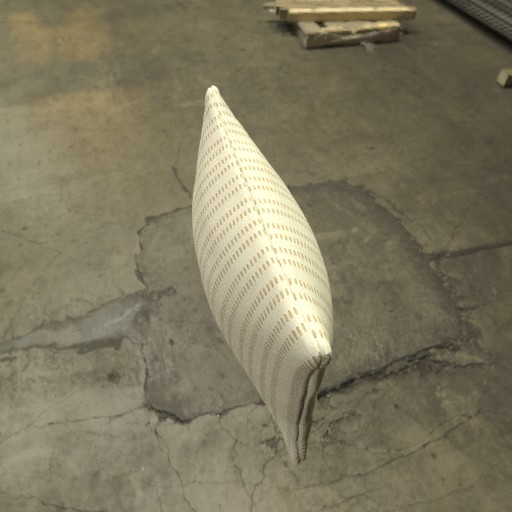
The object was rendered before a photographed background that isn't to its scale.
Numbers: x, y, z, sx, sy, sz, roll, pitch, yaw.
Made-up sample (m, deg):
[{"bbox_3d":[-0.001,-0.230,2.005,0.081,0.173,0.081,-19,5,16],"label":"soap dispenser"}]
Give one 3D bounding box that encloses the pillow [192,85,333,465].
[{"bbox_3d":[0.000,0.000,0.814,0.210,0.353,0.640,-11,49,-10],"label":"pillow"}]
